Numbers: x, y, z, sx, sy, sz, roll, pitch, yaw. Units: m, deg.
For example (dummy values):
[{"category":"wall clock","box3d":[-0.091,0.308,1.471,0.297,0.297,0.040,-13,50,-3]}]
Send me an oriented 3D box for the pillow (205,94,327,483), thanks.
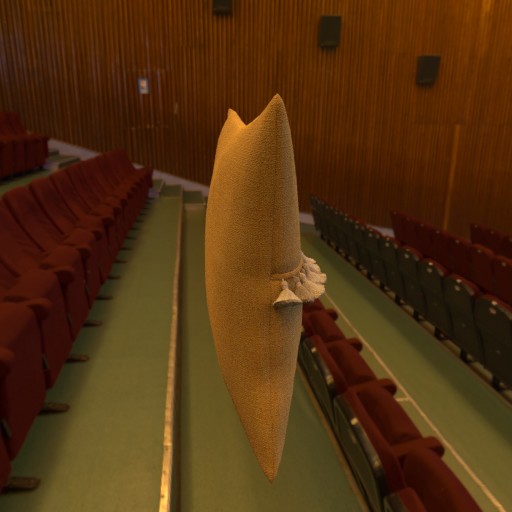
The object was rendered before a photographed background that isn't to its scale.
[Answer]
[{"category":"pillow","box3d":[0.000,0.000,0.741,0.167,0.481,0.485,-3,17,-9]}]
